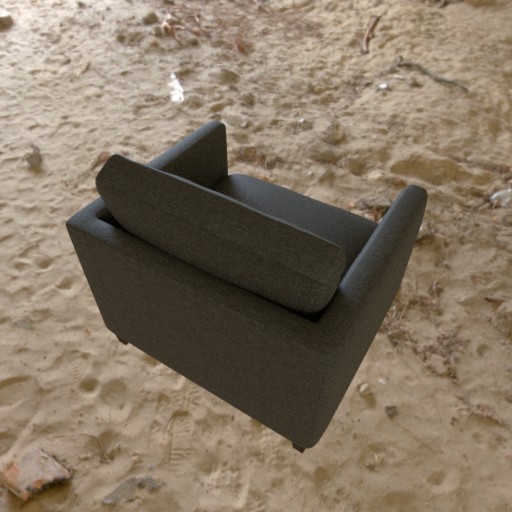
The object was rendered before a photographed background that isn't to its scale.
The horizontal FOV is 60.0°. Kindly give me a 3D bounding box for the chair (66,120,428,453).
[{"bbox_3d":[0.000,0.000,1.875,1.107,0.963,0.959,24,49,22],"label":"chair"}]
